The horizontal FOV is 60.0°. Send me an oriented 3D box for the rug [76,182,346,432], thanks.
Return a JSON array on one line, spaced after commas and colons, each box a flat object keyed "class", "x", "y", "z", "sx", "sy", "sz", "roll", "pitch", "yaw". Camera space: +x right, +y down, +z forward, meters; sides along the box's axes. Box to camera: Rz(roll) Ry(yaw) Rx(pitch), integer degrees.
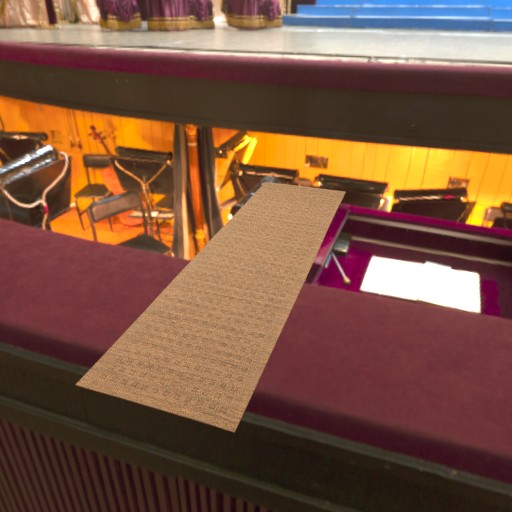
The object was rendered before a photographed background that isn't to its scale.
[{"class": "rug", "x": 0.000, "y": 0.000, "z": 2.677, "sx": 0.688, "sy": 0.005, "sz": 2.437, "roll": 10, "pitch": 31, "yaw": 17}]
